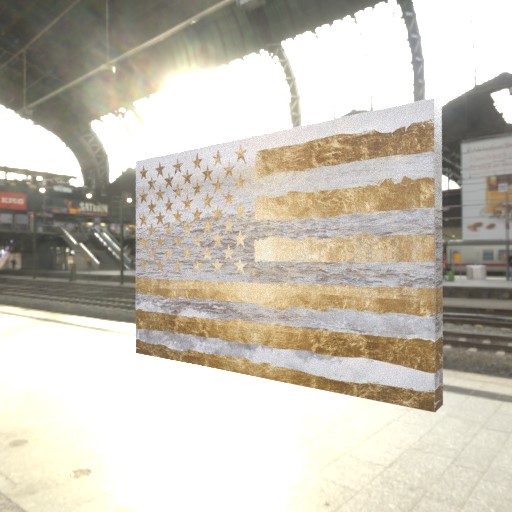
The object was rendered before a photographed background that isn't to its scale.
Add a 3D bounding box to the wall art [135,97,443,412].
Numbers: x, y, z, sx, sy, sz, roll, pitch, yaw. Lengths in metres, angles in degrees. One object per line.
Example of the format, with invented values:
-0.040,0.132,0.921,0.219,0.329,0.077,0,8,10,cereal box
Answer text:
0.000,0.000,0.770,0.606,0.407,0.041,0,-1,37,wall art
